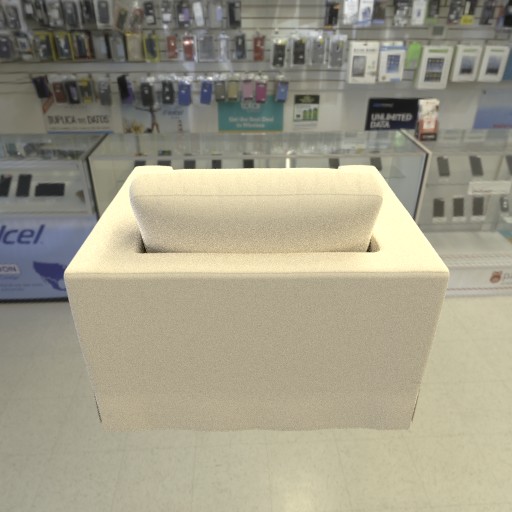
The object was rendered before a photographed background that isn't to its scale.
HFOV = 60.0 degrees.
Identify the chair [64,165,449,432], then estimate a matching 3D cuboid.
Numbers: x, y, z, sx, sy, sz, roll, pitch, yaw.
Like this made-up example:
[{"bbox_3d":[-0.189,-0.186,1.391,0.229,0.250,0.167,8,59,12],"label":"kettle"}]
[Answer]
[{"bbox_3d":[0.000,0.000,1.760,1.150,0.878,0.957,0,30,0],"label":"chair"}]
